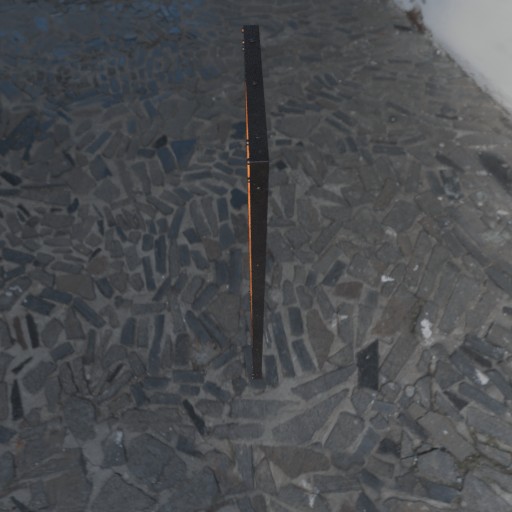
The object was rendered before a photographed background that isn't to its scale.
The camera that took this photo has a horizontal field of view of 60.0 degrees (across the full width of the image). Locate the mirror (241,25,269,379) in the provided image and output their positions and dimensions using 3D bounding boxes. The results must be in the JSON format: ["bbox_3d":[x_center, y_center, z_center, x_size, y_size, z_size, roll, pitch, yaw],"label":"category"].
[{"bbox_3d":[0.000,0.000,1.193,0.042,1.080,0.354,-2,58,-1],"label":"mirror"}]
